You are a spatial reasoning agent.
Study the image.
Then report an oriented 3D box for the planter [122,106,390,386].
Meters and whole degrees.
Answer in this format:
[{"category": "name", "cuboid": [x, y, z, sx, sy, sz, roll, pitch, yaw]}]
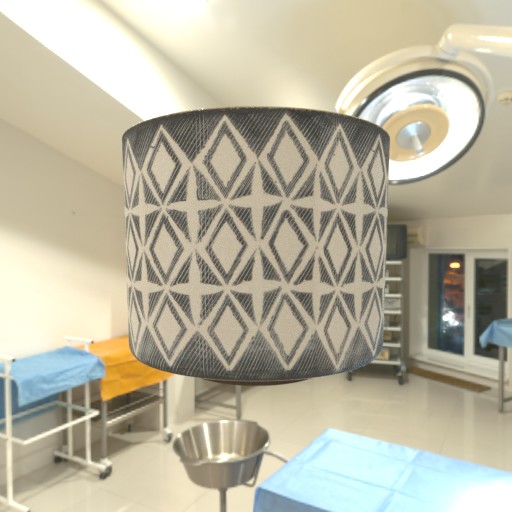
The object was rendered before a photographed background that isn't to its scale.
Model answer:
[{"category": "planter", "cuboid": [0.000, 0.000, 0.334, 0.192, 0.165, 0.192, 0, 1, 0]}]
